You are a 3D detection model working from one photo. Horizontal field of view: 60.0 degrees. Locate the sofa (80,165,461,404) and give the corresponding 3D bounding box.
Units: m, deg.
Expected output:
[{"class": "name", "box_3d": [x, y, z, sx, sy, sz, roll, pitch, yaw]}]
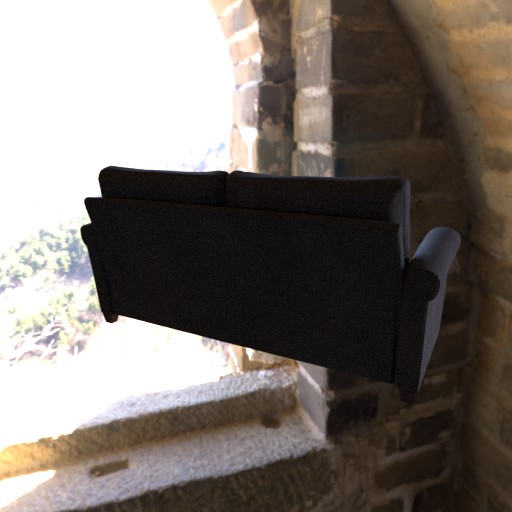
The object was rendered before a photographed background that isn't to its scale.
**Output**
[{"class": "sofa", "box_3d": [0.000, 0.000, 2.393, 1.935, 0.942, 0.842, 8, 17, 28]}]
